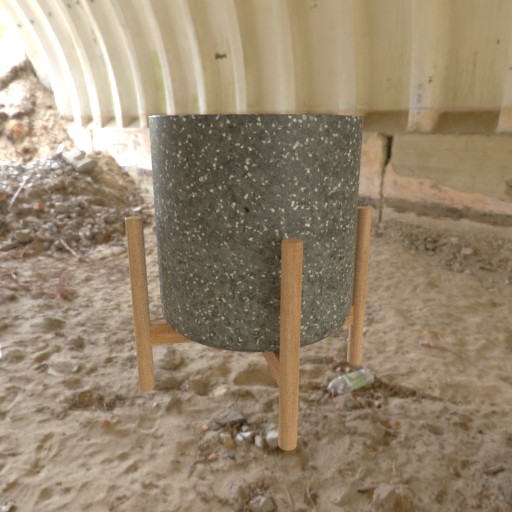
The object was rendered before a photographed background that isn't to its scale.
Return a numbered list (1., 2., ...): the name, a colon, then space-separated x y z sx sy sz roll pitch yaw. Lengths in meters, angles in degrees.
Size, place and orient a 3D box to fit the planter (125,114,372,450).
1. planter: 0.000 0.000 0.700 0.360 0.419 0.360 3 16 9
